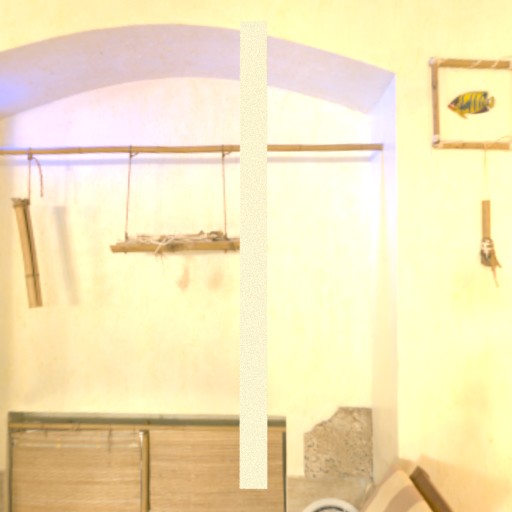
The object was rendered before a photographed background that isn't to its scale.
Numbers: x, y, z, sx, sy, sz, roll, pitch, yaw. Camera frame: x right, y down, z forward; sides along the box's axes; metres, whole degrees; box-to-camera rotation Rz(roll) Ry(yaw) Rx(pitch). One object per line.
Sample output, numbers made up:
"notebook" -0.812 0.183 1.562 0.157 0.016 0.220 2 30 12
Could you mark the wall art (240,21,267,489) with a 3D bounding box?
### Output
"wall art" 0.000 0.000 0.552 0.025 0.428 0.293 0 -2 1
